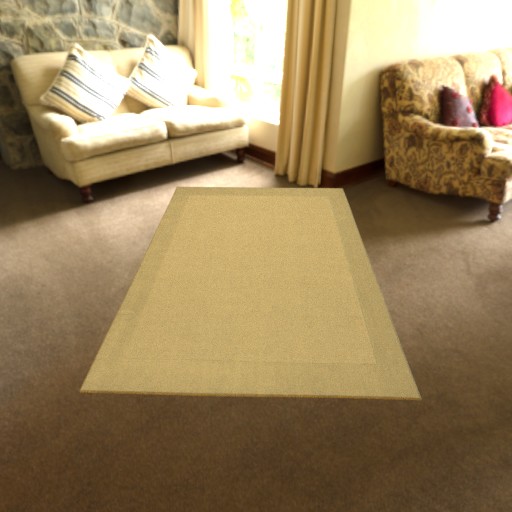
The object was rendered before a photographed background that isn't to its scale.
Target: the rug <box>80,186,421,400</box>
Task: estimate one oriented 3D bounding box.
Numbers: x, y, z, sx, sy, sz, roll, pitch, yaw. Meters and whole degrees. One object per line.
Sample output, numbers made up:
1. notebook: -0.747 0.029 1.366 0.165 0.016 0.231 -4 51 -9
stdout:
1. rug: 0.000 0.000 3.017 1.524 0.014 2.438 1 31 1
